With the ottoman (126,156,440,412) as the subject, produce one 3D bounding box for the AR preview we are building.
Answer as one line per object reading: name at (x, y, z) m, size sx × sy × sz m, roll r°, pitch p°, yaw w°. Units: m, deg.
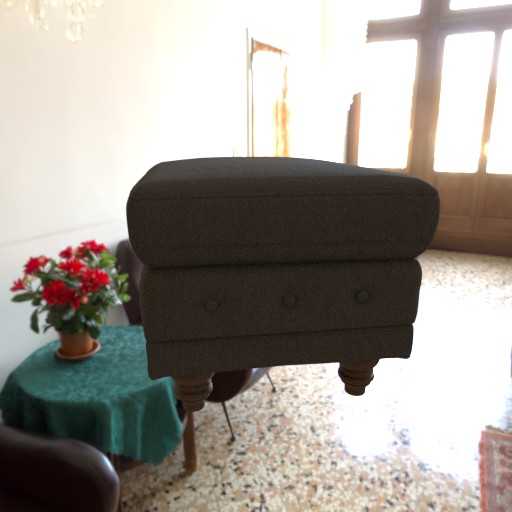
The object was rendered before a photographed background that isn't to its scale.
ottoman at (0.000, 0.000, 1.164) m, size 0.569 × 0.500 × 0.771 m, roll -2°, pitch 15°, yaw -9°
